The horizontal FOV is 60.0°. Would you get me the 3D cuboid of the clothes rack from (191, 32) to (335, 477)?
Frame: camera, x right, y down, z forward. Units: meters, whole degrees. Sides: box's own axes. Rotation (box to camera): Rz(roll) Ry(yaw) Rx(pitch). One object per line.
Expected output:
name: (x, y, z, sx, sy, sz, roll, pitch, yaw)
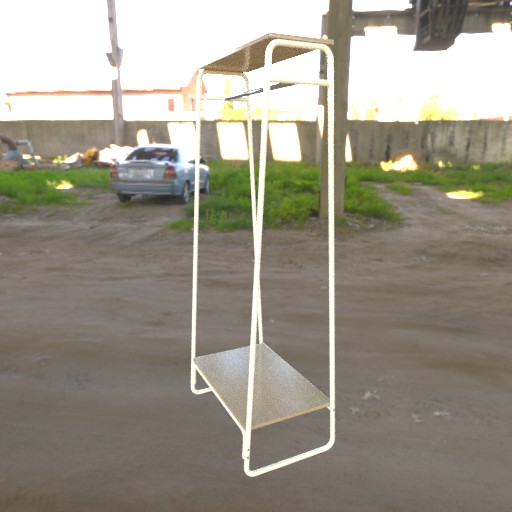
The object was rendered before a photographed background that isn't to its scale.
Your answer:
clothes rack: (0.000, 0.000, 1.798, 0.400, 1.512, 0.640, -7, 16, -25)
